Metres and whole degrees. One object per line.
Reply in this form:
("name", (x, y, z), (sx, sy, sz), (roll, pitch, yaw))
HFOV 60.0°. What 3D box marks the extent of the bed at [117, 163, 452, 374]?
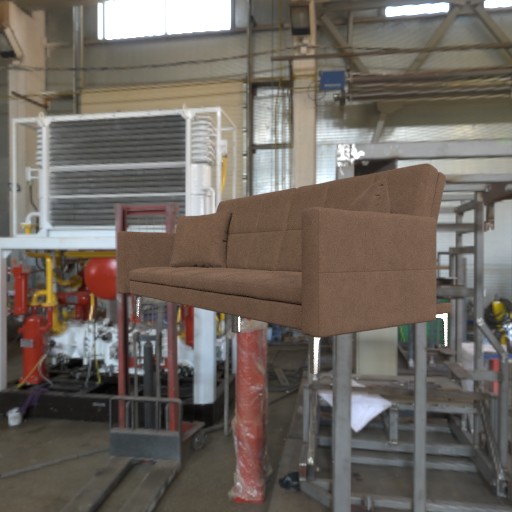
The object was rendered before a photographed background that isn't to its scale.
("bed", (0.000, 0.000, 2.377), (0.889, 0.787, 1.905), (0, 0, -35))
